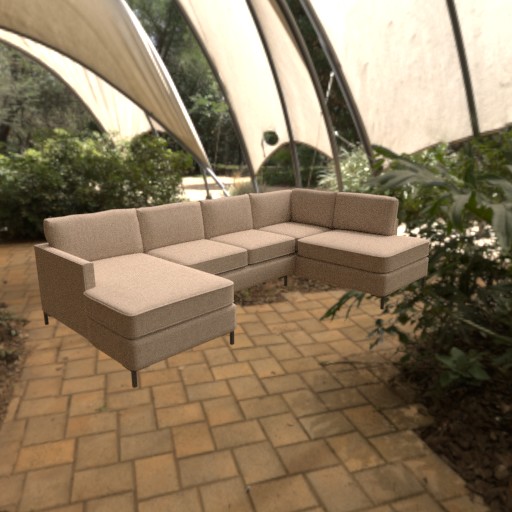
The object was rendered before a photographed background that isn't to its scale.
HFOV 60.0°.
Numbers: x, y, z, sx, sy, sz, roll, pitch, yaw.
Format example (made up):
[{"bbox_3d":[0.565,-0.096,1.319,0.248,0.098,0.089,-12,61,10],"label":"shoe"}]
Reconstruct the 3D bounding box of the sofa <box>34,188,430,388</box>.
[{"bbox_3d":[0.000,0.000,4.309,2.021,0.996,3.423,14,20,42],"label":"sofa"}]
